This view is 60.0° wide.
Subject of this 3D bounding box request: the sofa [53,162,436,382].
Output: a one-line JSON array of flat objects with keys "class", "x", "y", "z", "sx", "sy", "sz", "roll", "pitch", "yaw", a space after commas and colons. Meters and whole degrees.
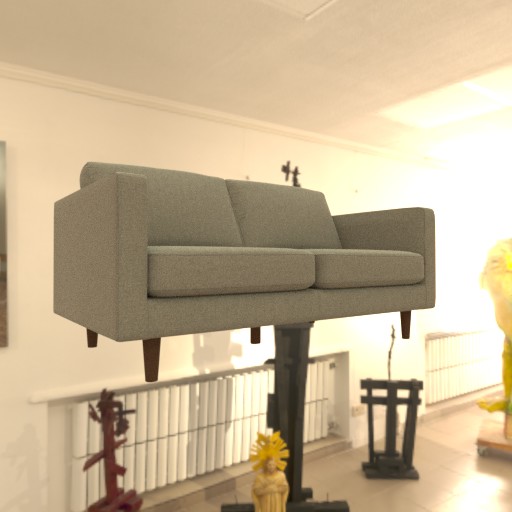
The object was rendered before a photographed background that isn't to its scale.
[{"class": "sofa", "x": 0.000, "y": 0.000, "z": 2.268, "sx": 1.731, "sy": 0.900, "sz": 1.000, "roll": 0, "pitch": -1, "yaw": -35}]
